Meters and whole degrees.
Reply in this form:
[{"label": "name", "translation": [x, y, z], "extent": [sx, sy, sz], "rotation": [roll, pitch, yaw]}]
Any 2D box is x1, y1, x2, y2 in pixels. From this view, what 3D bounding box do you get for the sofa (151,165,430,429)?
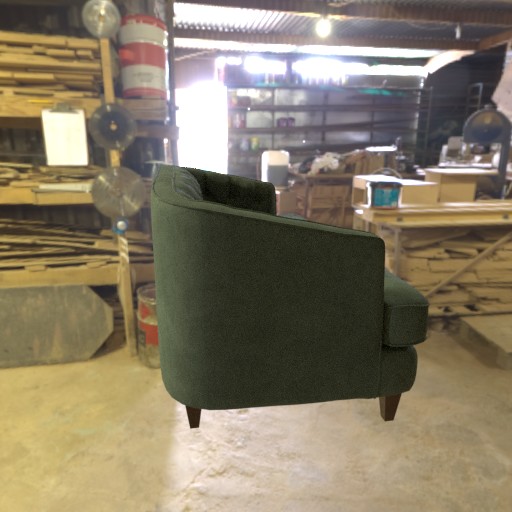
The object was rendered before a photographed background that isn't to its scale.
[{"label": "sofa", "translation": [0.000, 0.000, 2.220], "extent": [0.941, 0.855, 1.733], "rotation": [-3, 16, -10]}]
